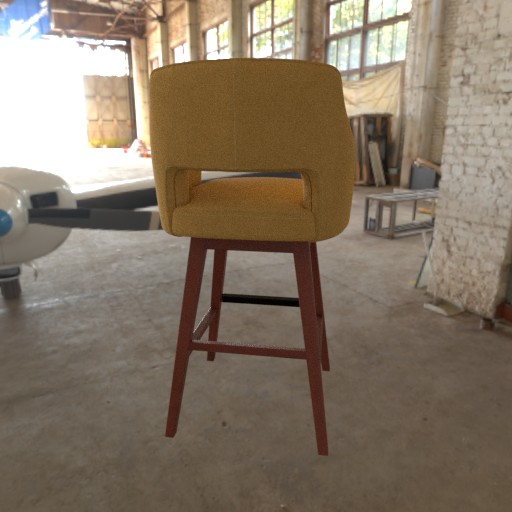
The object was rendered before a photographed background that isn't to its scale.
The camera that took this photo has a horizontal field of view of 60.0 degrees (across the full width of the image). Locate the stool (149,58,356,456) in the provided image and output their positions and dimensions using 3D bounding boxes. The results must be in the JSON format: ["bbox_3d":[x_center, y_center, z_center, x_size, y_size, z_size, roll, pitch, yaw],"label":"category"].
[{"bbox_3d":[0.000,0.000,1.317,0.548,1.012,0.558,3,16,9],"label":"stool"}]
